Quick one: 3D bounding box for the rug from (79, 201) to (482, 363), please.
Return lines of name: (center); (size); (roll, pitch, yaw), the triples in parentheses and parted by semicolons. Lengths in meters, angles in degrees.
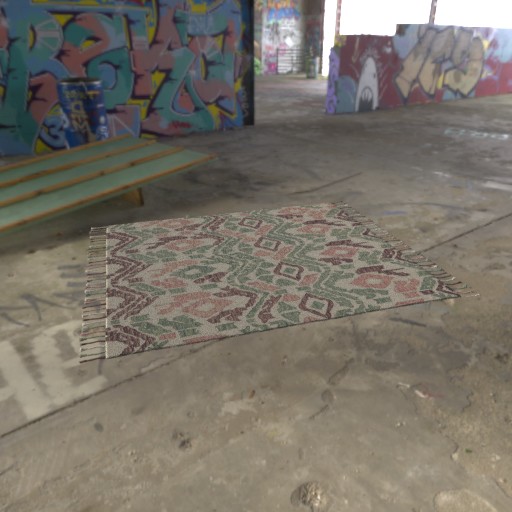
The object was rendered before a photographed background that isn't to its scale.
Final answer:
rug: (0.000, 0.000, 4.176); (3.048, 0.010, 2.438); (-7, 27, -15)
